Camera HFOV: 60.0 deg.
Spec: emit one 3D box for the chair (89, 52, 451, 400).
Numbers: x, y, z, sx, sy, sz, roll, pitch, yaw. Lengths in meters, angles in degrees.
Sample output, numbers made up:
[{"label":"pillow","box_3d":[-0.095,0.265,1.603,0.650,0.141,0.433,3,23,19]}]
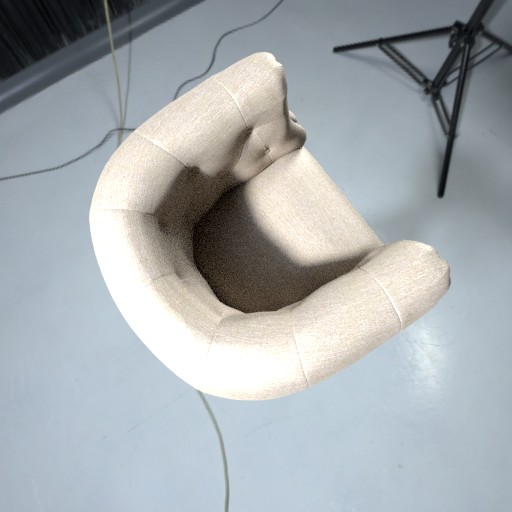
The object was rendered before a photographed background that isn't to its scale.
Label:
[{"label":"chair","box_3d":[0.000,0.000,1.524,0.852,0.827,0.905,-34,77,-9]}]
